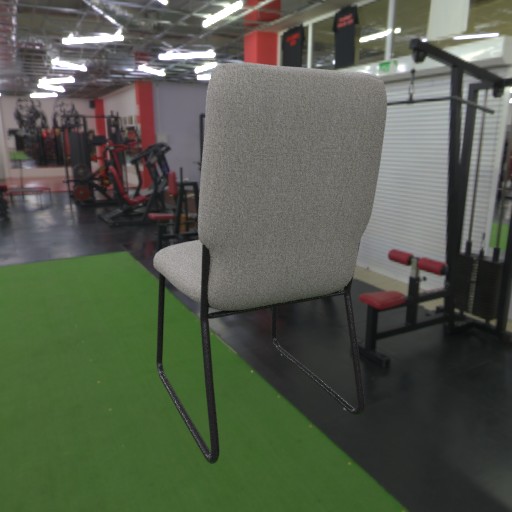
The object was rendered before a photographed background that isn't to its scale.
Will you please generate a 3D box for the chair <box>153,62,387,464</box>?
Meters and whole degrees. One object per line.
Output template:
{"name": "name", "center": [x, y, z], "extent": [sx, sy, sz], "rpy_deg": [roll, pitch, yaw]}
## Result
{"name": "chair", "center": [0.000, 0.000, 1.174], "extent": [0.448, 0.864, 0.560], "rpy_deg": [-7, 16, -25]}
